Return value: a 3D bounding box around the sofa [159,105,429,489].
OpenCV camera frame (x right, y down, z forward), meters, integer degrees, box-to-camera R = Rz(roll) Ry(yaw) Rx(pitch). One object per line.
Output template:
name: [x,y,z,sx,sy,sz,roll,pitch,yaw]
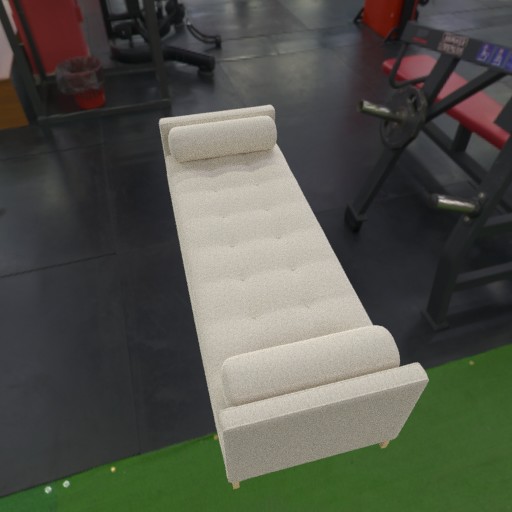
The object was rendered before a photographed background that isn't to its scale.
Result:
sofa: [0.000,0.000,2.312,0.746,0.641,1.985,-10,47,-10]
